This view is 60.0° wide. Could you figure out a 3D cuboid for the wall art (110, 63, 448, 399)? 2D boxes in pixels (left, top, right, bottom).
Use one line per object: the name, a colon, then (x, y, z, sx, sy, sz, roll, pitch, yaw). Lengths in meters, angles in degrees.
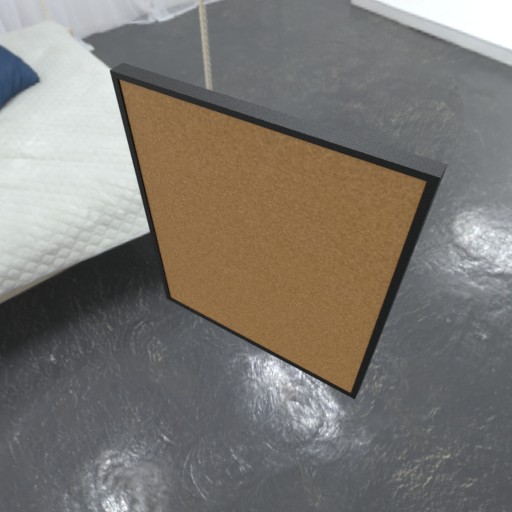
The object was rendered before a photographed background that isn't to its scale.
wall art: (0.000, 0.000, 0.531, 0.330, 0.381, 0.019, 24, 52, 20)
